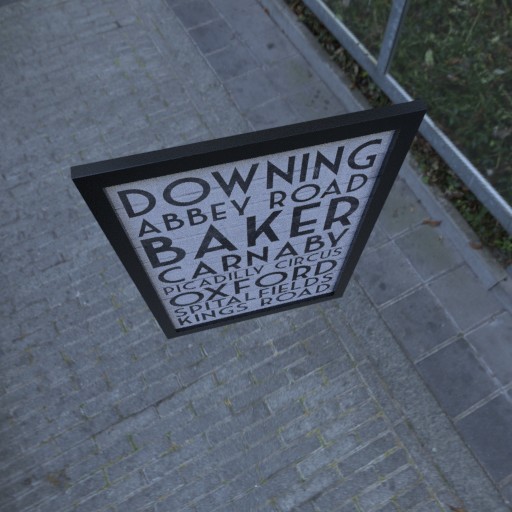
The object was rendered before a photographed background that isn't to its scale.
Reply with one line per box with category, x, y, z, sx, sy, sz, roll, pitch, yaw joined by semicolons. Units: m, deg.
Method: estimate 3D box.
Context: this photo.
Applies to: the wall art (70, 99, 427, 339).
wall art;0.000;0.000;0.853;0.462;0.656;0.019;-13;63;-7
